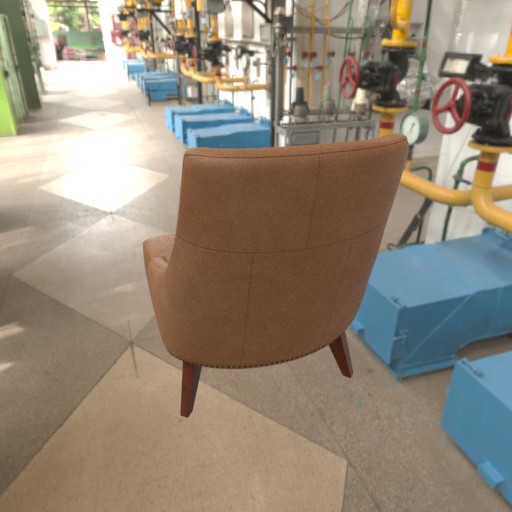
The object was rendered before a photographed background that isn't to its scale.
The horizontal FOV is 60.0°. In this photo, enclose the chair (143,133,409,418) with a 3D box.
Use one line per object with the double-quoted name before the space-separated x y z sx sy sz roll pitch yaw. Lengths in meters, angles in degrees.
"chair" 0.000 0.000 1.485 0.701 0.909 0.861 -8 28 -16
